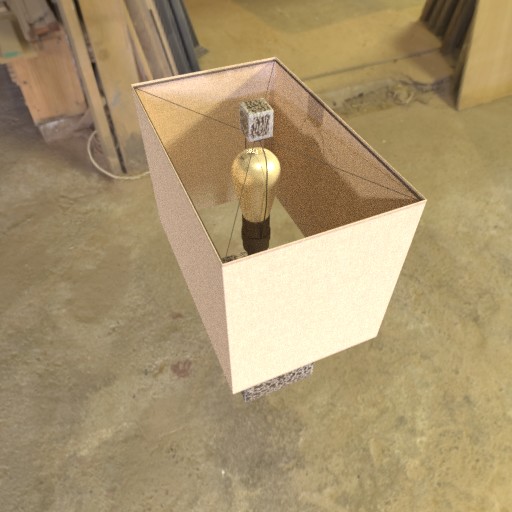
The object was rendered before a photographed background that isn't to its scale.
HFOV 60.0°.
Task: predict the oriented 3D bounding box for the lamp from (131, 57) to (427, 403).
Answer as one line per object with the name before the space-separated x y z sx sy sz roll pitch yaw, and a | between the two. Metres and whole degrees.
lamp | 0.000 0.000 0.562 0.180 0.411 0.294 -18 50 -15
